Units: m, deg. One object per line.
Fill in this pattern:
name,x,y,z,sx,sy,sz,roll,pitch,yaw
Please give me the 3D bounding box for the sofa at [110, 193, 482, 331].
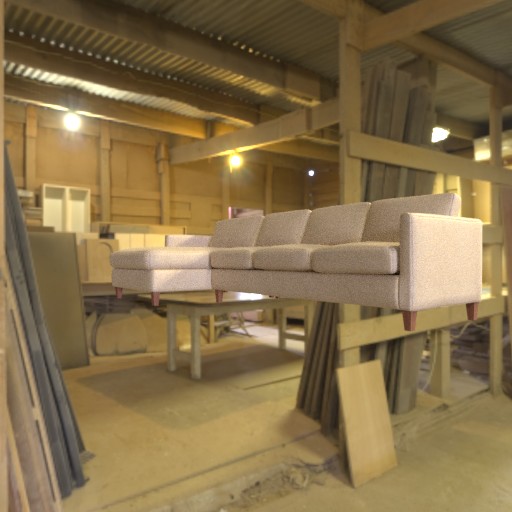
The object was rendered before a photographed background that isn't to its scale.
sofa,0.000,0.000,3.825,1.502,0.876,3.201,0,0,-37
